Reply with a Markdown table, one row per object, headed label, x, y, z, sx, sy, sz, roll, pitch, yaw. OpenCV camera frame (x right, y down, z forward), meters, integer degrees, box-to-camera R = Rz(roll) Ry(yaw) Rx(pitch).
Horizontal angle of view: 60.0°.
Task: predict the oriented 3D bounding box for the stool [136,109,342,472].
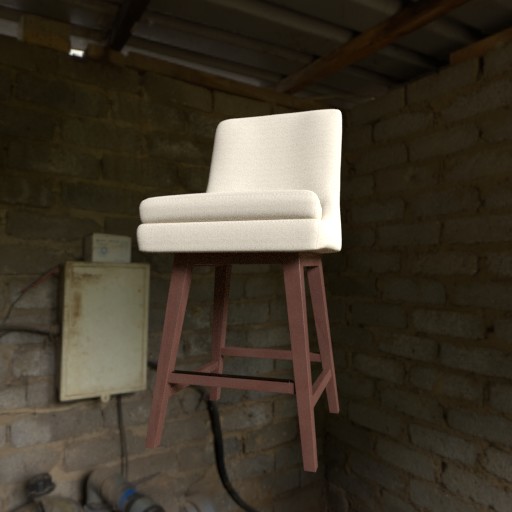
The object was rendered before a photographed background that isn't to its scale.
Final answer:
| label | x | y | z | sx | sy | sz | roll | pitch | yaw |
| --- | --- | --- | --- | --- | --- | --- | --- | --- | --- |
| stool | 0.000 | 0.000 | 1.306 | 0.483 | 0.991 | 0.559 | 0 | -1 | 18 |
